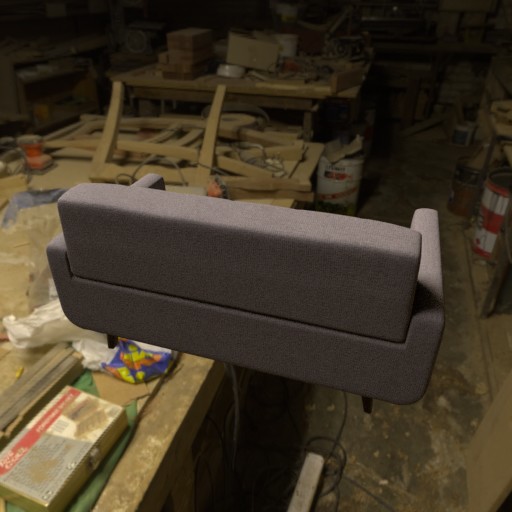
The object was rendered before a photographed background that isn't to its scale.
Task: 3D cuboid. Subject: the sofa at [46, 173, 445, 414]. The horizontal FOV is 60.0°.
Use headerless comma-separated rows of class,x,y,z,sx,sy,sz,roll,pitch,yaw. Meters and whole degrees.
sofa,0.000,0.000,2.128,1.631,0.841,0.909,10,33,15
